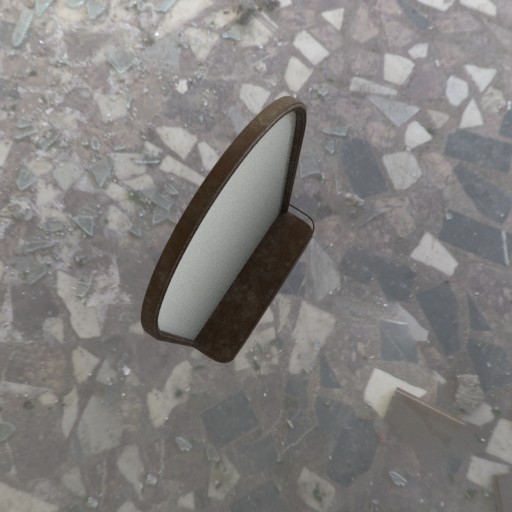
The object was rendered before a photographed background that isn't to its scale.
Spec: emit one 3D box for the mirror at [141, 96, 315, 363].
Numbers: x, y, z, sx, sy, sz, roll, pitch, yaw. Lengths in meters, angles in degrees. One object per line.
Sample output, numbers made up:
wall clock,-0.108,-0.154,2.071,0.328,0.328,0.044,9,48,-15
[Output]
mirror,0.000,0.000,0.972,0.137,0.770,0.510,32,79,7
